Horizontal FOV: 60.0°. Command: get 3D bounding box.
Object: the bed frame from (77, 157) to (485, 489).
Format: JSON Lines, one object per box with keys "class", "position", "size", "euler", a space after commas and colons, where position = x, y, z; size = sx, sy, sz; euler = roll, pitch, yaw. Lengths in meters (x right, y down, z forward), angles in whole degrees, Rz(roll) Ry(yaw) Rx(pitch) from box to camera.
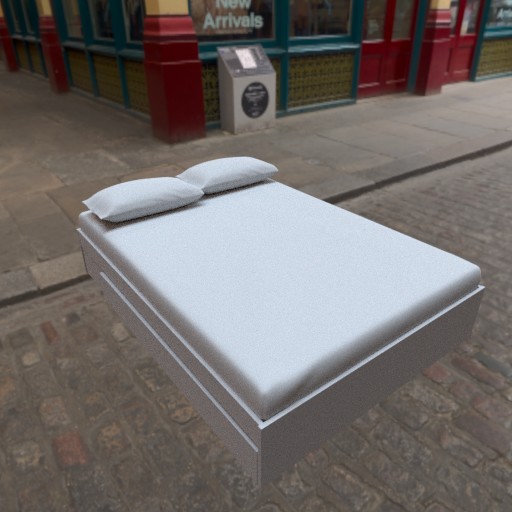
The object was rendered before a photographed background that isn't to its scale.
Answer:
{"class": "bed frame", "position": [0.000, 0.000, 2.550], "size": [1.450, 0.629, 1.950], "euler": [-20, 35, -32]}
